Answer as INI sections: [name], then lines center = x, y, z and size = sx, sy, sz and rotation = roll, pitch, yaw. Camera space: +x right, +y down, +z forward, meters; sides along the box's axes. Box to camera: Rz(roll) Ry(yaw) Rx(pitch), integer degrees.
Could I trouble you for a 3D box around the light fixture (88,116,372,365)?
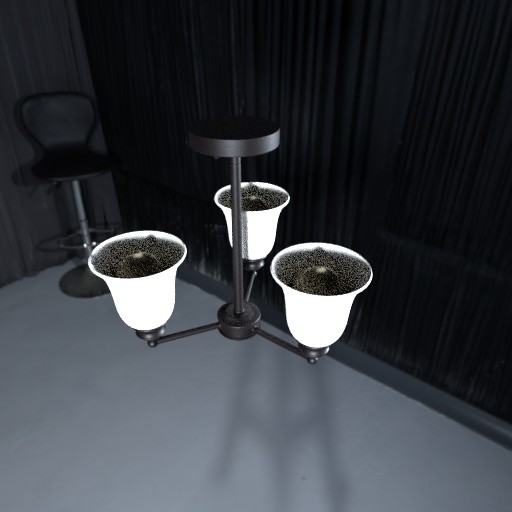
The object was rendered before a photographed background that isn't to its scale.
[light fixture]
center = 0.000, 0.000, 0.660
size = 0.354, 0.370, 0.388
rotation = 22, 38, 32
